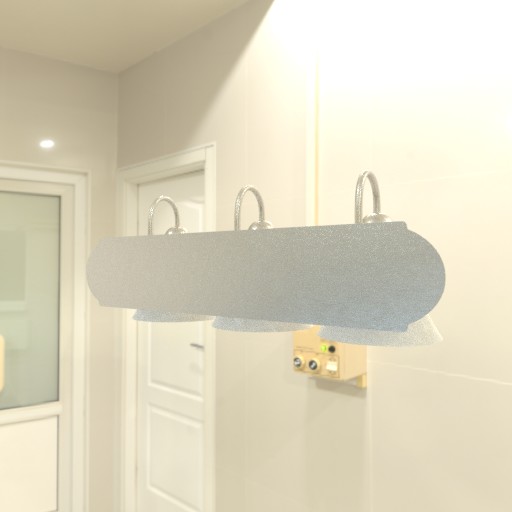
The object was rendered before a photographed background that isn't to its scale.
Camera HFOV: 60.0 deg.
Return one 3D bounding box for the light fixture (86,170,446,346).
[{"bbox_3d":[0.000,0.000,0.707,0.610,0.222,0.199,-1,-1,35],"label":"light fixture"}]
